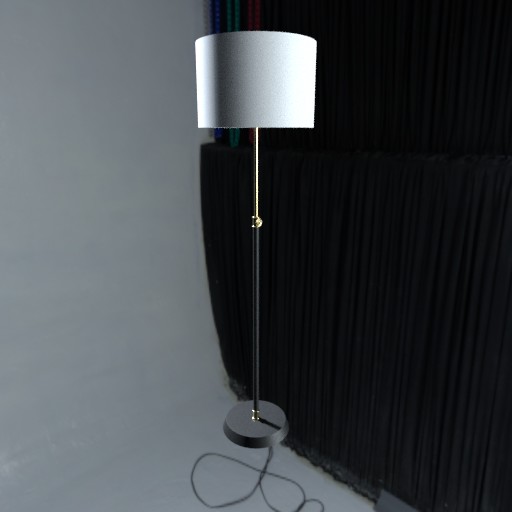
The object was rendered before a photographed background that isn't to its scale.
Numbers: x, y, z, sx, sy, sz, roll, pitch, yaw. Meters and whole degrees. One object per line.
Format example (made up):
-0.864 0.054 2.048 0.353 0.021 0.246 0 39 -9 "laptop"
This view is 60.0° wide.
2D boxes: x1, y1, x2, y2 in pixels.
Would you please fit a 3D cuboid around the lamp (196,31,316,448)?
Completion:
0.000 0.000 1.696 0.404 1.517 0.404 -15 22 -42 "lamp"
